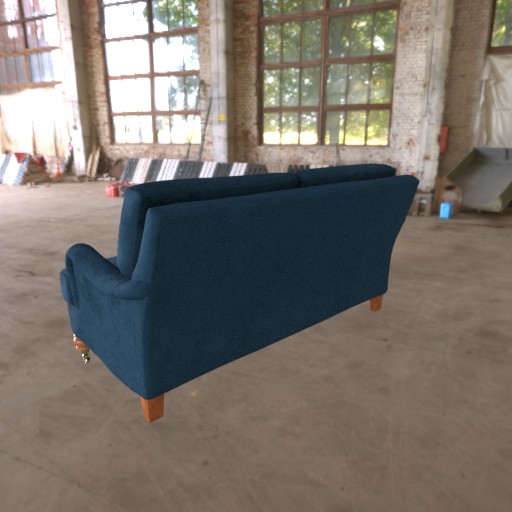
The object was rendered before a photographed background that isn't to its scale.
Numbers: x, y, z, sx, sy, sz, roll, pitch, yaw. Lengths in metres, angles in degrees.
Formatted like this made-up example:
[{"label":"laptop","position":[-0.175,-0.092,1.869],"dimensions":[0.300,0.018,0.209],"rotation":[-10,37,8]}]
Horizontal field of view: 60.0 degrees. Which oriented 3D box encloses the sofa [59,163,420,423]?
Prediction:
[{"label":"sofa","position":[0.000,0.000,2.807],"dimensions":[2.141,1.101,1.084],"rotation":[-14,21,-42]}]
